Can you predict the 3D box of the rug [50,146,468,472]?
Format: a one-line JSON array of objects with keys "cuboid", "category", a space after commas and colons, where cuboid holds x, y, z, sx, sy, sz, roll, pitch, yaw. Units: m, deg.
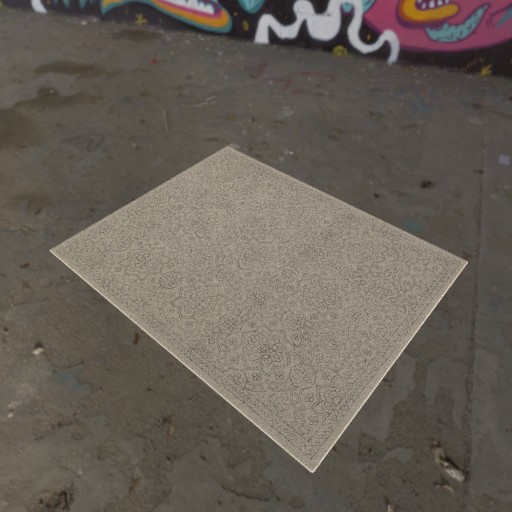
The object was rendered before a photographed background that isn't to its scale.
[{"cuboid": [0.000, 0.000, 4.129, 3.050, 0.015, 2.441, 32, 53, 28], "category": "rug"}]
